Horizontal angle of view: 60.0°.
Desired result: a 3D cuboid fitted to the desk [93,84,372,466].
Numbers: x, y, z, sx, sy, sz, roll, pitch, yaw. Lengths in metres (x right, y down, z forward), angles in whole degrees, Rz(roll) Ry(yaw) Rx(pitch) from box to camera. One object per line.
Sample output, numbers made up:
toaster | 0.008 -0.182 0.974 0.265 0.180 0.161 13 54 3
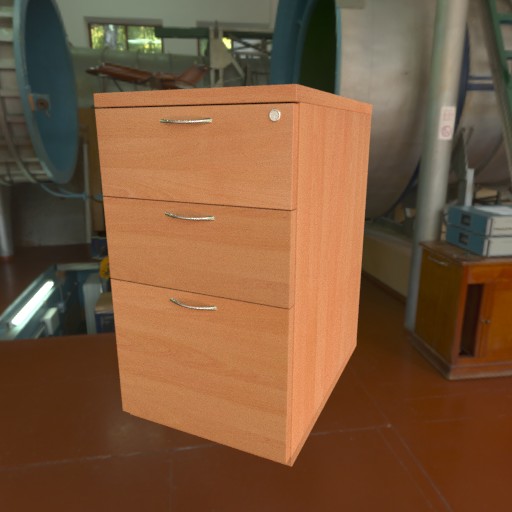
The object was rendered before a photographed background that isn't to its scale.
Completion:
desk | 0.000 0.000 1.097 0.404 0.730 0.600 7 17 24
